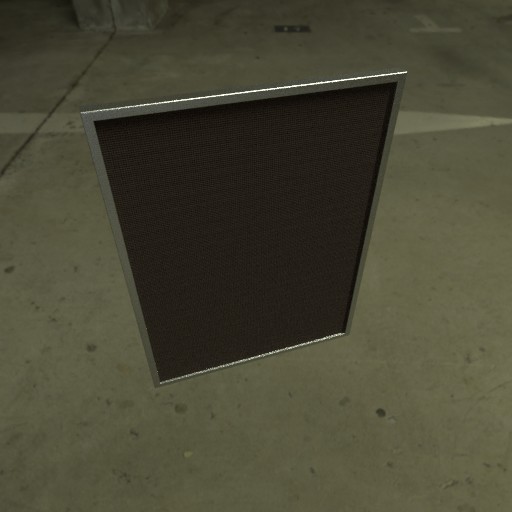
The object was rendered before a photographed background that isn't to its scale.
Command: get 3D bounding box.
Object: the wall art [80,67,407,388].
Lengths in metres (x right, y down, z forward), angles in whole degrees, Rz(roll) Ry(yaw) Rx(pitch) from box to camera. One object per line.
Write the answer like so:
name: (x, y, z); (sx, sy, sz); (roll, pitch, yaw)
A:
wall art: (0.000, 0.000, 1.400); (0.801, 1.062, 0.037); (-12, 43, -13)
